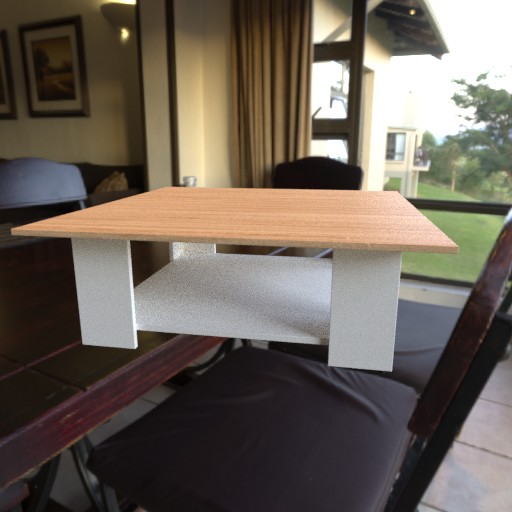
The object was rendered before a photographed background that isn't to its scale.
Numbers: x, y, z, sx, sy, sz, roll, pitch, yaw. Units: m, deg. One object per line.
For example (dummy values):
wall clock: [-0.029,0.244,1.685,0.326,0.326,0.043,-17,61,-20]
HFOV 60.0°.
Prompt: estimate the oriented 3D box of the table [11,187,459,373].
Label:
table: [0.000,0.000,1.320,0.890,0.305,0.890,3,15,10]
